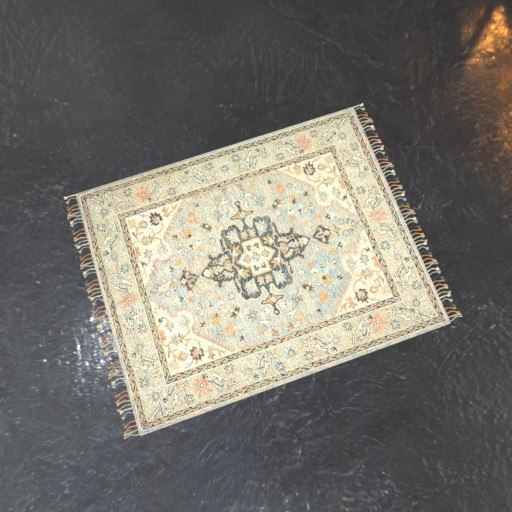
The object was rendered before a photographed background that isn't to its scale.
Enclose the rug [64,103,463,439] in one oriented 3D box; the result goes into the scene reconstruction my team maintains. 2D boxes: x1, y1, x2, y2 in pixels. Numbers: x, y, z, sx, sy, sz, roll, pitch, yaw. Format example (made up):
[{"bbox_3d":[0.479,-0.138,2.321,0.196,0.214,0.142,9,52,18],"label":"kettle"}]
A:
[{"bbox_3d":[0.000,0.000,2.269,1.730,0.009,1.278,-19,77,-5],"label":"rug"}]
